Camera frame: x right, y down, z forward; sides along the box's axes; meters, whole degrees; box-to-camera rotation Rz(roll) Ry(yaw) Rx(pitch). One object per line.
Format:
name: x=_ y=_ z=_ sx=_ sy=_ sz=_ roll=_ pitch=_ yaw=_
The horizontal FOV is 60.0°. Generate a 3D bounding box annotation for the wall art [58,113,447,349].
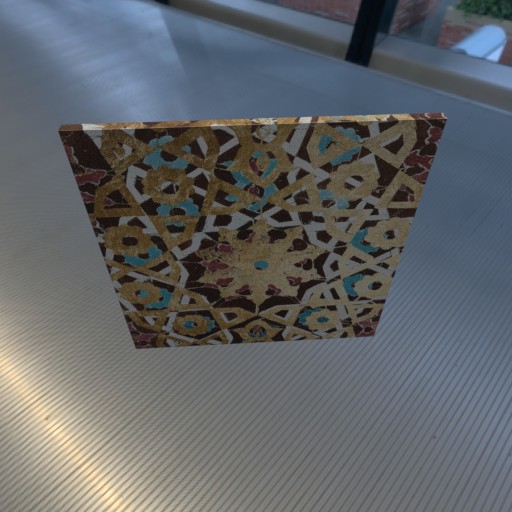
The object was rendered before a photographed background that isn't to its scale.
wall art: x=0.000 y=0.000 z=1.143 sx=0.757 sy=0.762 sz=0.028 roll=-3 pitch=46 yaw=-2
